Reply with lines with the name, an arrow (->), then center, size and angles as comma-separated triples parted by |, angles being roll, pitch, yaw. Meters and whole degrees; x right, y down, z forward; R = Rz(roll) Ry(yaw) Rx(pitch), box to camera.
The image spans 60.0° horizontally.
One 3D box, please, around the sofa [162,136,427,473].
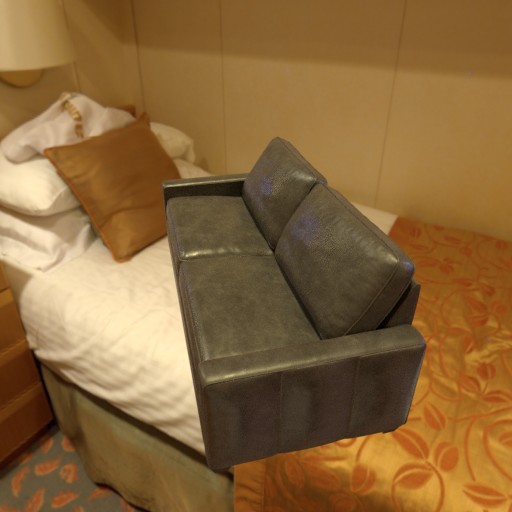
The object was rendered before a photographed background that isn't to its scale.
sofa -> 0.000, 0.000, 2.609 | 0.939, 0.916, 2.081 | -8, 32, -12
